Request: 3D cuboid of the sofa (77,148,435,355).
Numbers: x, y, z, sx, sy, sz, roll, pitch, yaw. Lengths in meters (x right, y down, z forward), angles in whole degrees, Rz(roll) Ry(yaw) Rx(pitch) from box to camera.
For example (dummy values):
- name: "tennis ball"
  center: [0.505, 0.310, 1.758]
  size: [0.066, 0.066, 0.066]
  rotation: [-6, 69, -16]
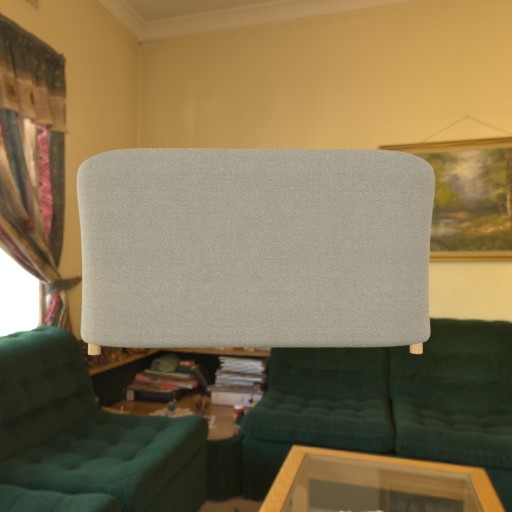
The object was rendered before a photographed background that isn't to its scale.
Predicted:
- name: "sofa"
  center: [0.000, 0.000, 1.828]
  size: [1.452, 0.721, 0.705]
  rotation: [0, -1, -1]
